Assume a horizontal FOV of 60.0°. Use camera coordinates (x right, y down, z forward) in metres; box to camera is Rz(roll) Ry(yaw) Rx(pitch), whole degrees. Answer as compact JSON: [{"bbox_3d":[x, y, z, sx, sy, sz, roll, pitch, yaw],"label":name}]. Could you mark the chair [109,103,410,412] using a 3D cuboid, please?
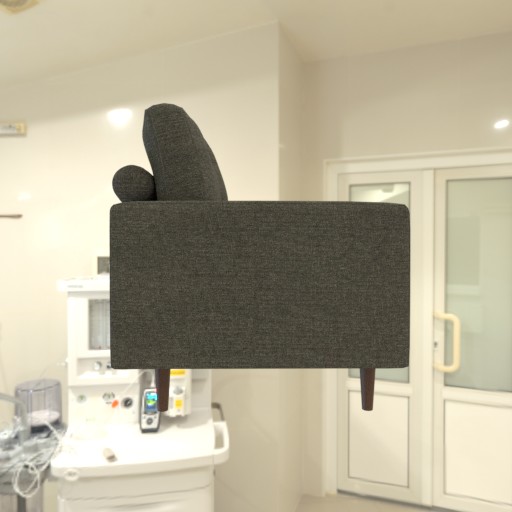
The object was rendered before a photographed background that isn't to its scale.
[{"bbox_3d":[0.000,0.000,1.543,0.843,0.880,0.821,0,1,-1],"label":"chair"}]
